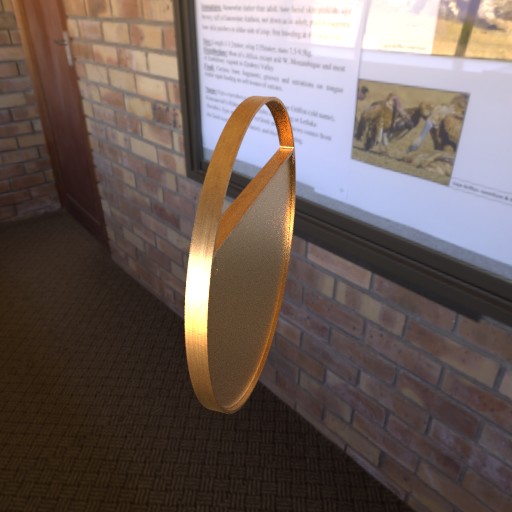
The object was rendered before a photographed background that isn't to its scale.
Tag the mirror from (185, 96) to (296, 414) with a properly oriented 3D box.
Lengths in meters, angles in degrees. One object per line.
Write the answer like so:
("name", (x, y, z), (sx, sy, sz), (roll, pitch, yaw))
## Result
("mirror", (0.000, 0.000, 0.832), (0.032, 0.565, 0.565), (8, 31, 14))
